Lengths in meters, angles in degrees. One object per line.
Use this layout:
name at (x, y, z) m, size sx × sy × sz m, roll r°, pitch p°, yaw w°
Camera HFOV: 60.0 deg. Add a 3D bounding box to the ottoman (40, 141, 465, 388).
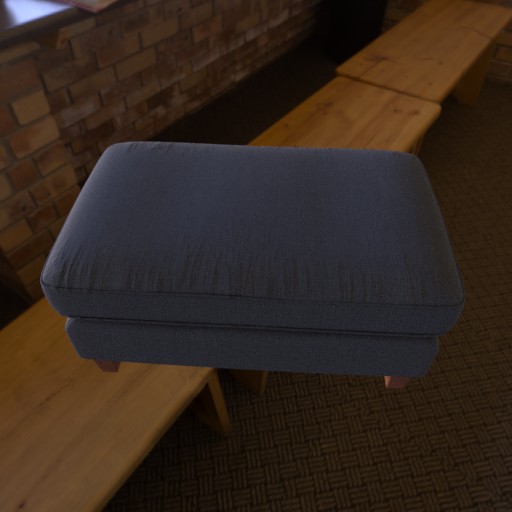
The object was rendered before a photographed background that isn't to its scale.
ottoman at (0.000, 0.000, 1.192) m, size 0.885 × 0.438 × 0.570 m, roll 3°, pitch 47°, yaw 2°
